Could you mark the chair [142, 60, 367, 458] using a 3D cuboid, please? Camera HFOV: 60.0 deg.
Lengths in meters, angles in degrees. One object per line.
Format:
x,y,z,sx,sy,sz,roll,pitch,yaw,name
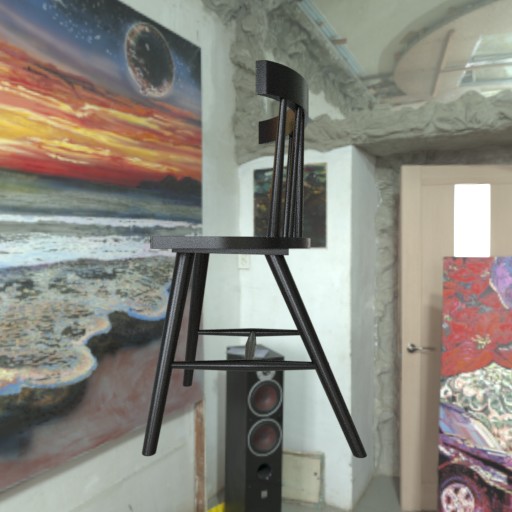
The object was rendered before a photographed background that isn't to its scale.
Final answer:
0.000,0.000,1.183,0.483,0.844,0.506,0,1,1,chair
